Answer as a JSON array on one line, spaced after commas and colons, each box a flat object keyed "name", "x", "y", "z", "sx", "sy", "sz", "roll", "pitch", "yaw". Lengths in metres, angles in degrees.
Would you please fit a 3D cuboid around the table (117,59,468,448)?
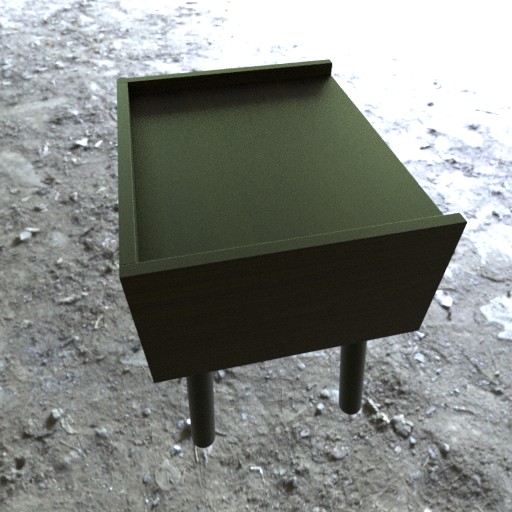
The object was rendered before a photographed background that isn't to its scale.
[{"name": "table", "x": 0.000, "y": 0.000, "z": 0.774, "sx": 0.370, "sy": 0.470, "sz": 0.450, "roll": -9, "pitch": 46, "yaw": -9}]
